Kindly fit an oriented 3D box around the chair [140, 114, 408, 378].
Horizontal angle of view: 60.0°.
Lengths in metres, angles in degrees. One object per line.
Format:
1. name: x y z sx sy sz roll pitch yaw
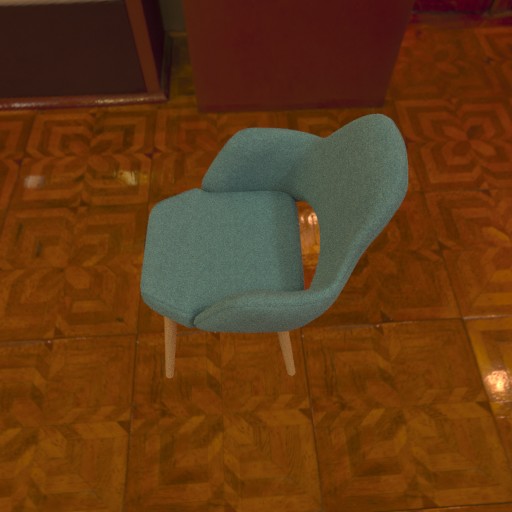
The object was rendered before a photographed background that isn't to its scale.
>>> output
1. chair: 0.000 0.000 1.351 0.666 0.920 0.589 -1 59 -1
